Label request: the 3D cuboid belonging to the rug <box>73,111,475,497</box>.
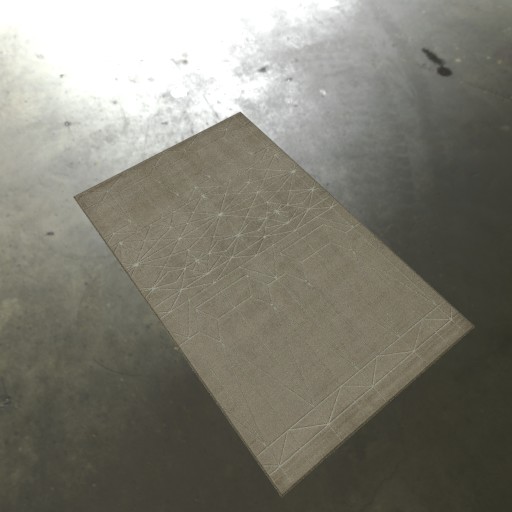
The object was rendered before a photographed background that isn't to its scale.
[{"bbox_3d":[0.000,0.000,2.990,1.524,0.012,2.438,-33,64,-19],"label":"rug"}]
